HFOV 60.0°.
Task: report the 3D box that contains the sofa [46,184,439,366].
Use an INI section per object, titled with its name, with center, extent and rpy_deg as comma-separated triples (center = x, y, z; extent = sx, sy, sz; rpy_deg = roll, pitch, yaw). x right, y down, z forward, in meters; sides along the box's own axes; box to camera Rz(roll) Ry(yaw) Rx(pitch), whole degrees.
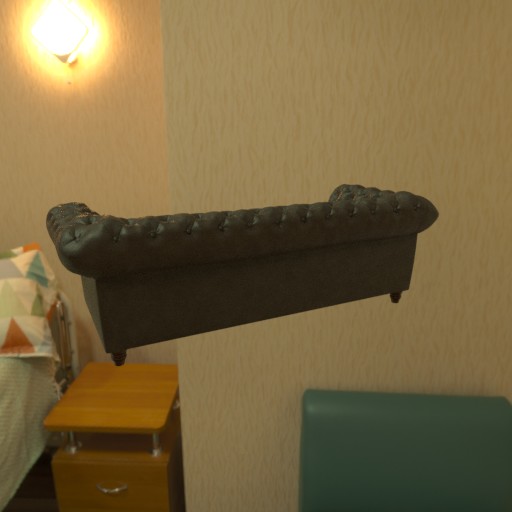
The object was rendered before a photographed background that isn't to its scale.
[sofa]
center = 0.000, 0.000, 2.874
extent = 2.385, 0.783, 0.944
rpy_deg = -8, 17, -26
